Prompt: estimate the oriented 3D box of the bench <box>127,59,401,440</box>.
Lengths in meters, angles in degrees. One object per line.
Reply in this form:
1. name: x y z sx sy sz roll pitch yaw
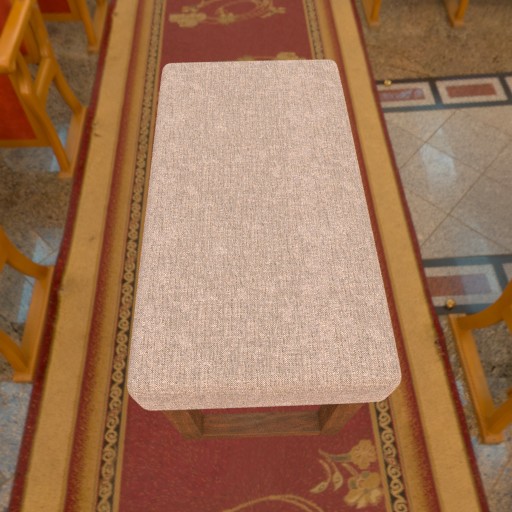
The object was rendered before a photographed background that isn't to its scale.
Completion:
1. bench: 0.000 0.000 0.935 0.366 0.467 0.681 -2 59 -1
